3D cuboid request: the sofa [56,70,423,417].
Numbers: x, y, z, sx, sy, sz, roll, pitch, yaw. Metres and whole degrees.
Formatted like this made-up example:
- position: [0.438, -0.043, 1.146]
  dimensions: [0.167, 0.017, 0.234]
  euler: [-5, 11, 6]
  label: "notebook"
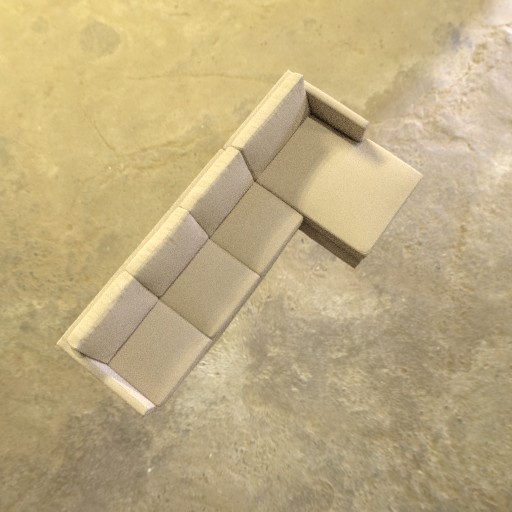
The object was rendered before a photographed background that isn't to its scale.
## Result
- position: [0.000, 0.000, 3.966]
  dimensions: [1.622, 0.871, 3.206]
  euler: [36, 79, 8]
  label: "sofa"
